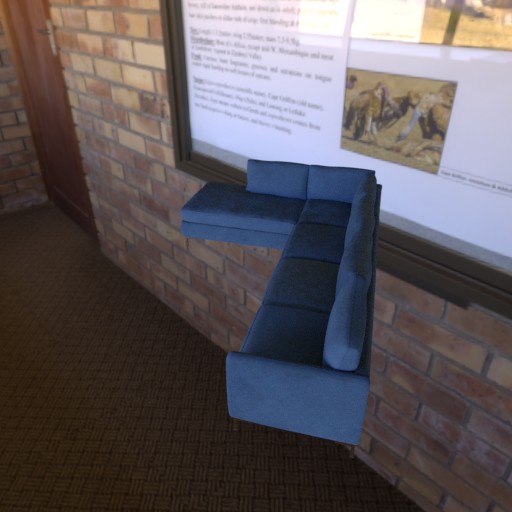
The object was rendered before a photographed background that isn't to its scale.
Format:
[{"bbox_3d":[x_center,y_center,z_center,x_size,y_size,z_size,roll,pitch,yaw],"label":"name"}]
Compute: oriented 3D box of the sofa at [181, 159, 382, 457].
[{"bbox_3d":[0.000,0.000,3.826,2.007,0.815,2.949,8,32,13],"label":"sofa"}]
